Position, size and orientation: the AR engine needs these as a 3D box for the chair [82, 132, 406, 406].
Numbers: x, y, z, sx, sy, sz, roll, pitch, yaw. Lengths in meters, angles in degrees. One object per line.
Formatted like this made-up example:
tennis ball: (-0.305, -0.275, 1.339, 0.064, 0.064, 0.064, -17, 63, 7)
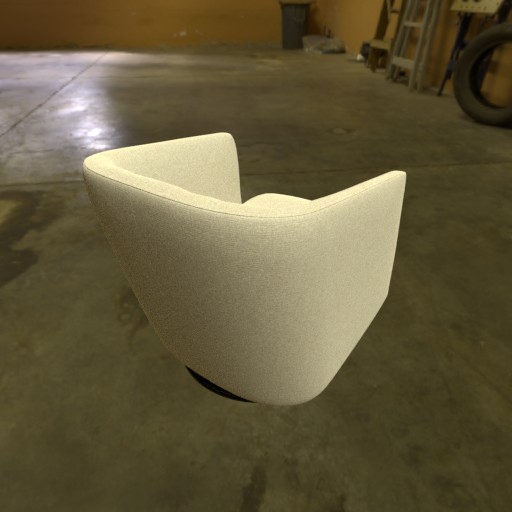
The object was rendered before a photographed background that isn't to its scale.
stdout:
chair: (0.000, 0.000, 1.600, 0.822, 0.861, 0.986, 21, 37, 32)
